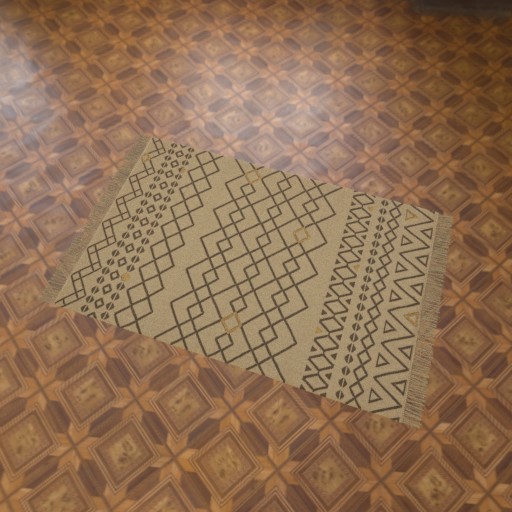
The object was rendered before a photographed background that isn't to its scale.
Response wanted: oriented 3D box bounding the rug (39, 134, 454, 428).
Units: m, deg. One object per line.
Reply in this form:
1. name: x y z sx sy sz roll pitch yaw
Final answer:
1. rug: 0.000 0.000 2.992 2.472 0.035 1.495 17 63 9
